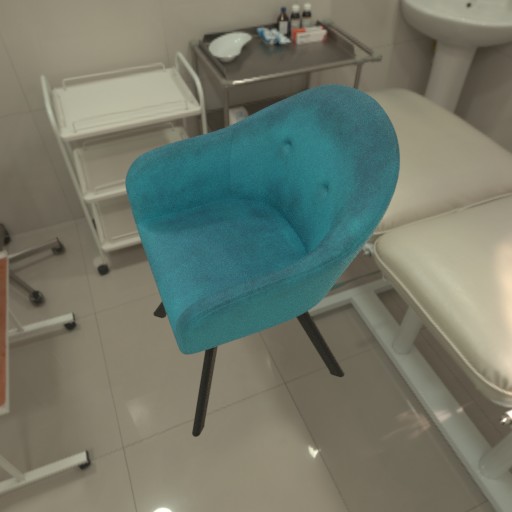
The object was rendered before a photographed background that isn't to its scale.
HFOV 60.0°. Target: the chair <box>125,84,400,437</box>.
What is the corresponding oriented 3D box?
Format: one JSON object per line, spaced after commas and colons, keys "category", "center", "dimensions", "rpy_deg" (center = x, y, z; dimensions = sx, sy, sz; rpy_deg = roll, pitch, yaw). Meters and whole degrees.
{"category": "chair", "center": [0.000, 0.000, 1.161], "dimensions": [0.570, 0.780, 0.540], "rpy_deg": [-17, 49, -15]}
